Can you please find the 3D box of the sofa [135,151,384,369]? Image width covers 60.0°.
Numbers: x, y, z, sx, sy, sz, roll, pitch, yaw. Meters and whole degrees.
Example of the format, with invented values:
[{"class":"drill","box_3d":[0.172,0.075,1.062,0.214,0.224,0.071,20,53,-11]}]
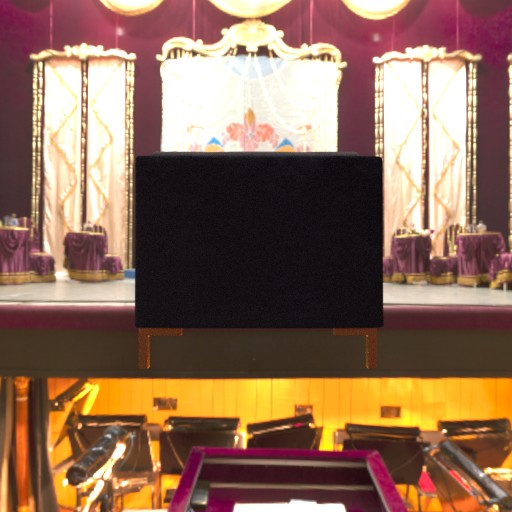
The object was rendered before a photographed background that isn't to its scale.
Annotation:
[{"class":"sofa","box_3d":[0.000,0.000,2.393,0.796,0.705,2.102,0,0,0]}]
